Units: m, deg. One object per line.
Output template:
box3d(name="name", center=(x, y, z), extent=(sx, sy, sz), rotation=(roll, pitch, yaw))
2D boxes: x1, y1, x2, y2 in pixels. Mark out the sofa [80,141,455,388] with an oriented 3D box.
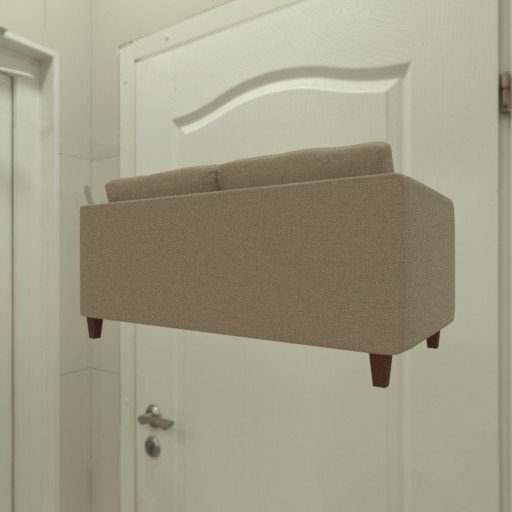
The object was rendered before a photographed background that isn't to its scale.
box3d(name="sofa", center=(0.000, 0.000, 2.424), extent=(1.884, 0.947, 0.951), rotation=(0, 0, 34))
